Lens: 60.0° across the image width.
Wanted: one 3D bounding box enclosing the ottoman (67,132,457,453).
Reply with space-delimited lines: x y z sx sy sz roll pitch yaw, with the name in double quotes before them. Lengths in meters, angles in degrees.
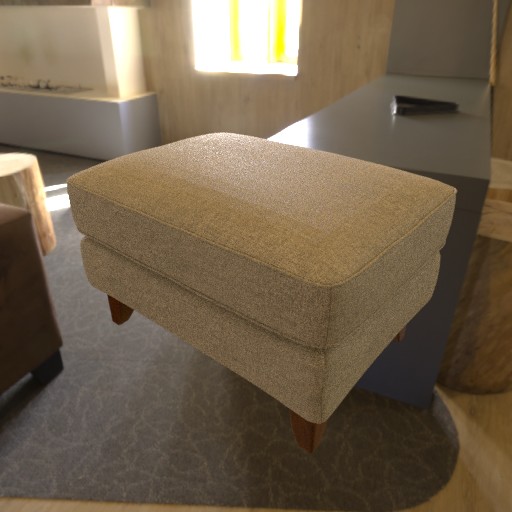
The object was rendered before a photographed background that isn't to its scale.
"ottoman" 0.000 0.000 1.290 0.889 0.561 0.661 22 36 34
